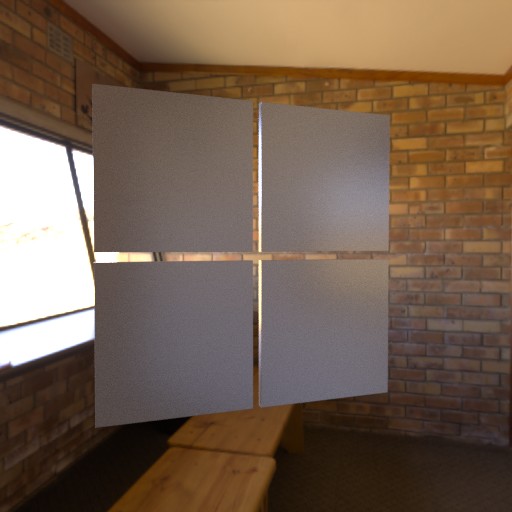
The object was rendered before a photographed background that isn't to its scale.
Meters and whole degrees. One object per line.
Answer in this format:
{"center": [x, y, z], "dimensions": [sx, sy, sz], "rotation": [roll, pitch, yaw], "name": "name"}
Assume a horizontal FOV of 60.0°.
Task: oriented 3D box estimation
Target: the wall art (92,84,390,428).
{"center": [0.000, 0.000, 1.628], "dimensions": [1.118, 1.118, 0.029], "rotation": [0, 2, -18], "name": "wall art"}
